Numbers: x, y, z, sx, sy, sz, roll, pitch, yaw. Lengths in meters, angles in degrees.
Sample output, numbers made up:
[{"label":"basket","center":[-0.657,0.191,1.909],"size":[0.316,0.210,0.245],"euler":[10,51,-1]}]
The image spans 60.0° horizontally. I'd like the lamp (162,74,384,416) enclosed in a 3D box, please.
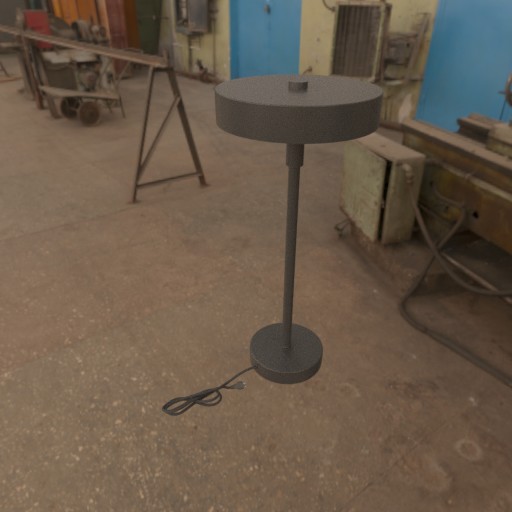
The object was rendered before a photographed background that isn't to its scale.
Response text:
[{"label":"lamp","center":[0.000,0.000,0.700],"size":[0.369,0.508,0.229],"euler":[-20,36,-29]}]
